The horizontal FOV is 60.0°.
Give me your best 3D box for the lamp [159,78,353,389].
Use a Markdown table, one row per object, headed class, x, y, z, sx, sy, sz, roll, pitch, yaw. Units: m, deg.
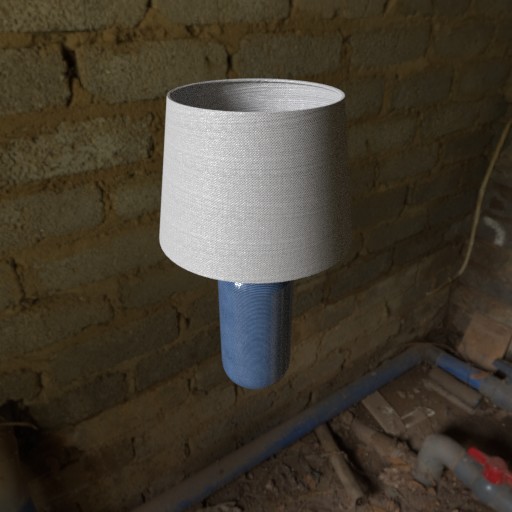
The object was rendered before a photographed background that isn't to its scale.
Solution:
| class | x | y | z | sx | sy | sz | roll | pitch | yaw |
| --- | --- | --- | --- | --- | --- | --- | --- | --- | --- |
| lamp | 0.000 | 0.000 | 0.610 | 0.253 | 0.428 | 0.253 | 0 | 30 | 0 |
